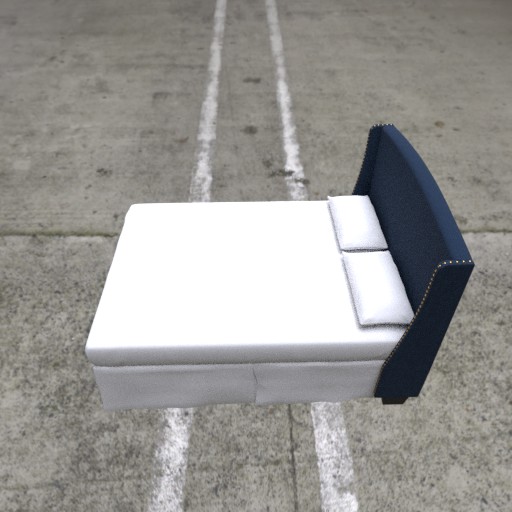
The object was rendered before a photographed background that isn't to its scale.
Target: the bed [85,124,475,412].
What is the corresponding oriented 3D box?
[{"bbox_3d":[0.000,0.000,3.188,2.223,1.402,1.604,-1,42,-1],"label":"bed"}]
